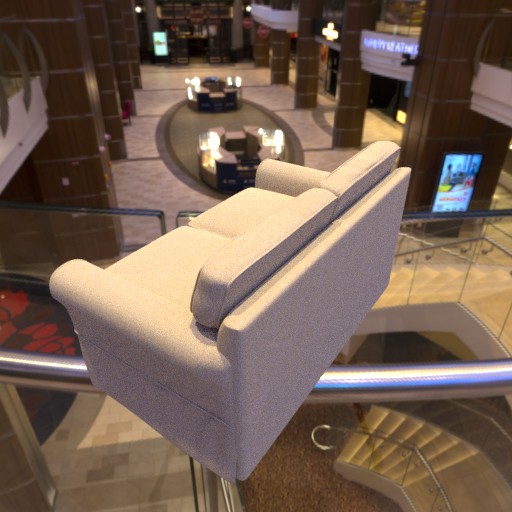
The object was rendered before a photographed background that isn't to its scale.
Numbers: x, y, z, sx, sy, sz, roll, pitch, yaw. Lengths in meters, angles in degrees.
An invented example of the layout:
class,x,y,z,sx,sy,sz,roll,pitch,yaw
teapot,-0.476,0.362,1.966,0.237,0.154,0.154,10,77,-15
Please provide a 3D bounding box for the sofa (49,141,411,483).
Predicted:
class,x,y,z,sx,sy,sz,roll,pitch,yaw
sofa,0.000,0.000,2.292,0.991,0.940,1.727,20,37,29
